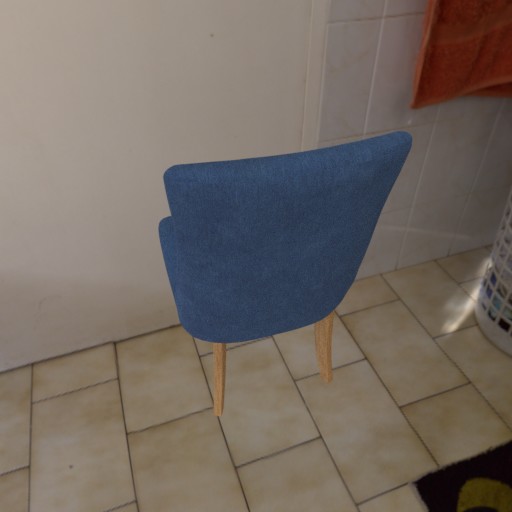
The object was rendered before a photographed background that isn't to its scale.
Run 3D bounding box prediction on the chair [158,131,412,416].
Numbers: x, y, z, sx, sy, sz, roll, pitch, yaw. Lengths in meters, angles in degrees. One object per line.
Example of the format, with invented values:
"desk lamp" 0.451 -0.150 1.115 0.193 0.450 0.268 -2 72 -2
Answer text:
"chair" 0.000 0.000 1.252 0.495 0.902 0.609 -12 42 -13
